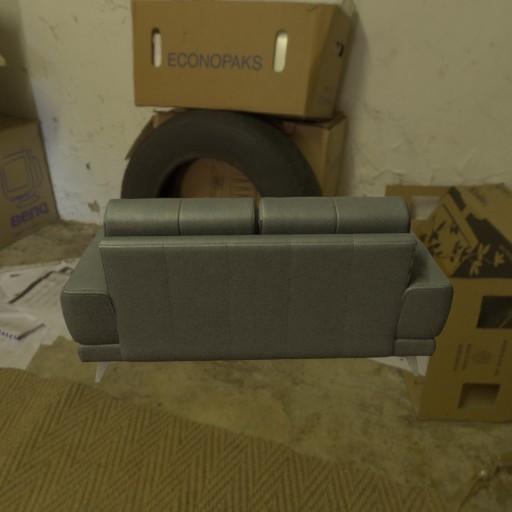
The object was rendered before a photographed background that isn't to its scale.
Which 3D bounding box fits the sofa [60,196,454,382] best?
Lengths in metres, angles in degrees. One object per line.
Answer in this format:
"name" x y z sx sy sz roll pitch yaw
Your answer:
"sofa" 0.000 0.000 2.432 1.806 0.907 1.018 -1 29 -1
